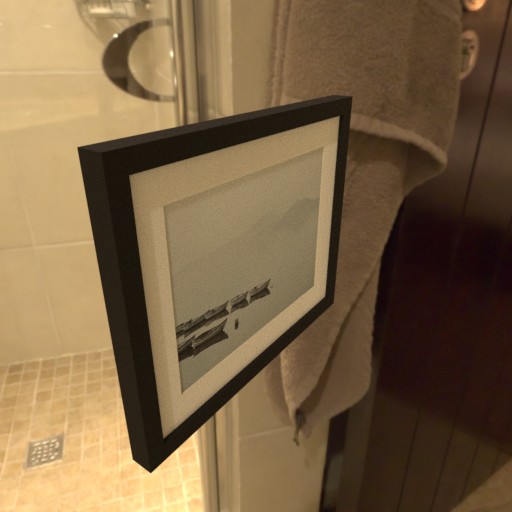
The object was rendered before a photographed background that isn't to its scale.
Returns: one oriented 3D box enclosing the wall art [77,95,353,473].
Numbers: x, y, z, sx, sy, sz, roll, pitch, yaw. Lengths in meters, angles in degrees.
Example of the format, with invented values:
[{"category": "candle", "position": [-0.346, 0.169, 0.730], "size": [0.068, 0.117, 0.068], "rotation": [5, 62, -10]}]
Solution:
[{"category": "wall art", "position": [0.000, 0.000, 0.527], "size": [0.028, 0.325, 0.397], "rotation": [18, 32, 32]}]
